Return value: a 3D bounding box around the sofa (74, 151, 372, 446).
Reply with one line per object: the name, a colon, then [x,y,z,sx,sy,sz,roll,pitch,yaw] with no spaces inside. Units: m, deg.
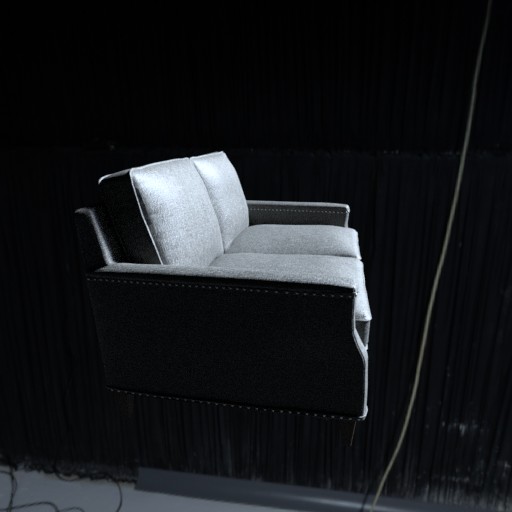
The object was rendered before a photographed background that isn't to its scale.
sofa: [0.000,0.000,2.291,1.084,1.003,1.597,3,17,10]
